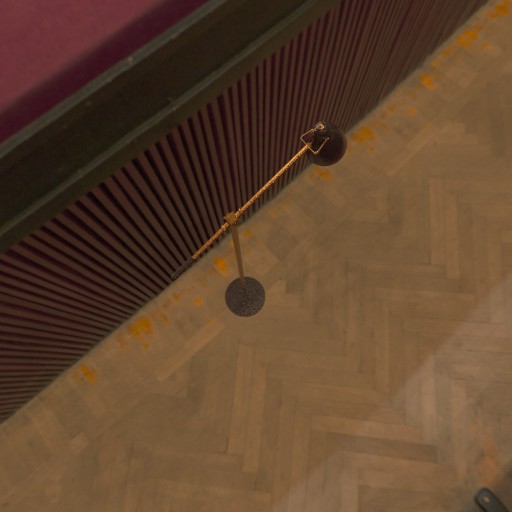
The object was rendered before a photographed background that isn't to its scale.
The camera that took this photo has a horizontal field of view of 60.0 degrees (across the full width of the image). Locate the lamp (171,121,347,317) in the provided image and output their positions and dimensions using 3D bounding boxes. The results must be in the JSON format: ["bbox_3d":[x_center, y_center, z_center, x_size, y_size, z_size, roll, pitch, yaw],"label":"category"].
[{"bbox_3d":[0.000,0.000,1.833,0.618,1.628,0.235,-39,79,-9],"label":"lamp"}]
